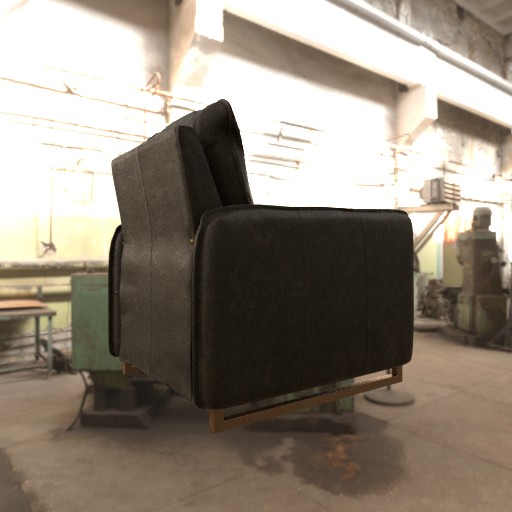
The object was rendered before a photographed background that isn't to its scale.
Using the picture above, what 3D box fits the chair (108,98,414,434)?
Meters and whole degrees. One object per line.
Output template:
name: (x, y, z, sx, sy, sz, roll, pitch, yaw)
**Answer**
chair: (0.000, 0.000, 1.671, 0.921, 0.921, 0.830, 0, 1, -36)
